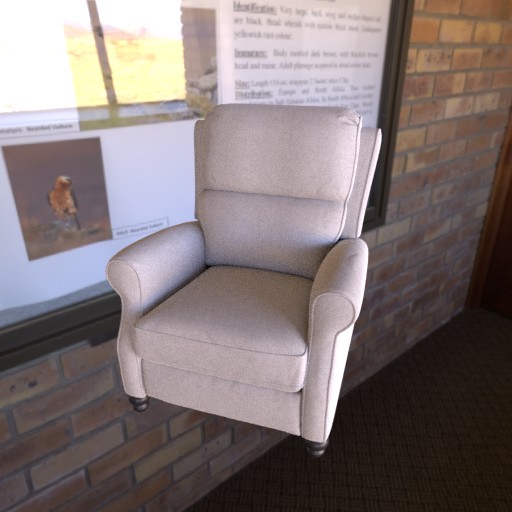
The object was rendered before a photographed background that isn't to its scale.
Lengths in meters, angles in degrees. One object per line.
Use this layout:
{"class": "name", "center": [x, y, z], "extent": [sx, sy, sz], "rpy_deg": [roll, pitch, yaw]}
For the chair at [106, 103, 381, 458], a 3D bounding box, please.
{"class": "chair", "center": [0.000, 0.000, 1.723], "extent": [0.859, 1.046, 0.919], "rpy_deg": [8, 26, 16]}
